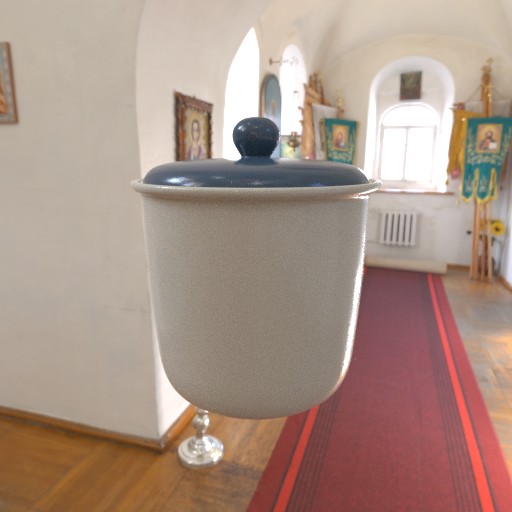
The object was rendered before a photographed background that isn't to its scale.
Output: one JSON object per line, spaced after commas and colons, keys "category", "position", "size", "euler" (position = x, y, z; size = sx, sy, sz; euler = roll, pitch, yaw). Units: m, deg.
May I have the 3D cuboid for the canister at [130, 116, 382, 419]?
{"category": "canister", "position": [0.000, 0.000, 0.346], "size": [0.182, 0.208, 0.182], "euler": [0, 13, 0]}
